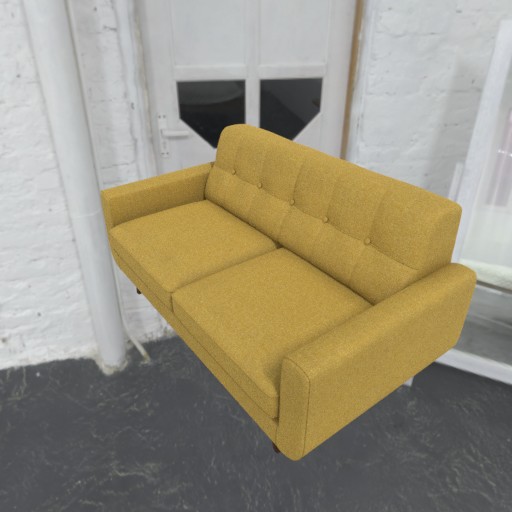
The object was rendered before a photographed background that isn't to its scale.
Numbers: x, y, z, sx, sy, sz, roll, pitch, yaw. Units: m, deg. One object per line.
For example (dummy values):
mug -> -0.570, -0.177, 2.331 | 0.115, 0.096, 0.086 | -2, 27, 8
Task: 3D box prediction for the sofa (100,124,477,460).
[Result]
sofa -> 0.000, 0.000, 2.078 | 0.909, 0.841, 1.631 | -21, 38, -31
